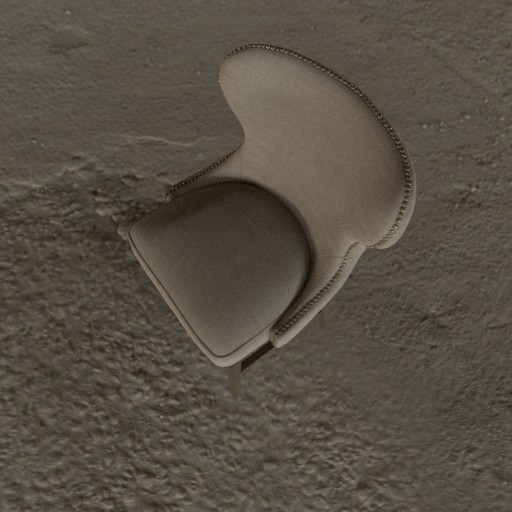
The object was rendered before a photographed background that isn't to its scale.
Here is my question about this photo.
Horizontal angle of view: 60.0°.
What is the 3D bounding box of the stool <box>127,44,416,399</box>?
[{"bbox_3d":[0.000,0.000,1.332,0.597,0.972,0.615,-33,68,-16],"label":"stool"}]
